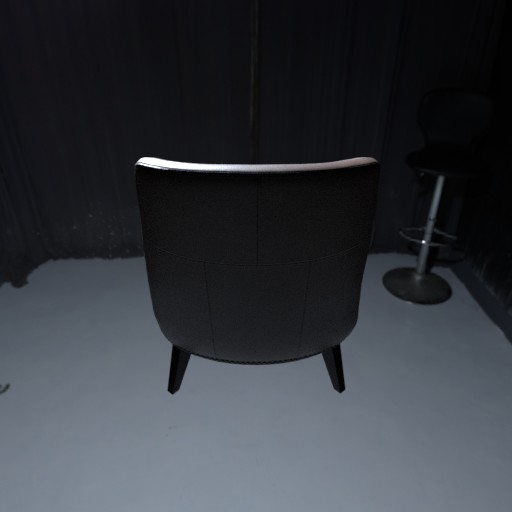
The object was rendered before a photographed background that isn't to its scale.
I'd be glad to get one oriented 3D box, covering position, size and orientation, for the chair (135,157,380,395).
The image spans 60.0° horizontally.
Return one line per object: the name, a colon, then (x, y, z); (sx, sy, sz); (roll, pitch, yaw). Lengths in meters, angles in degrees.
chair: (0.000, 0.000, 1.504); (0.701, 0.909, 0.861); (0, 30, 0)
